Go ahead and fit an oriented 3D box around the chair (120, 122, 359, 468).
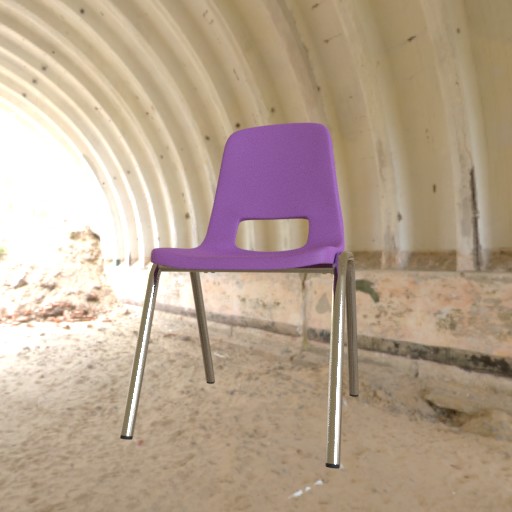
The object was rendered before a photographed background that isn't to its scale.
[{"bbox_3d":[0.000,0.000,0.690,0.291,0.493,0.301,0,-1,17],"label":"chair"}]
